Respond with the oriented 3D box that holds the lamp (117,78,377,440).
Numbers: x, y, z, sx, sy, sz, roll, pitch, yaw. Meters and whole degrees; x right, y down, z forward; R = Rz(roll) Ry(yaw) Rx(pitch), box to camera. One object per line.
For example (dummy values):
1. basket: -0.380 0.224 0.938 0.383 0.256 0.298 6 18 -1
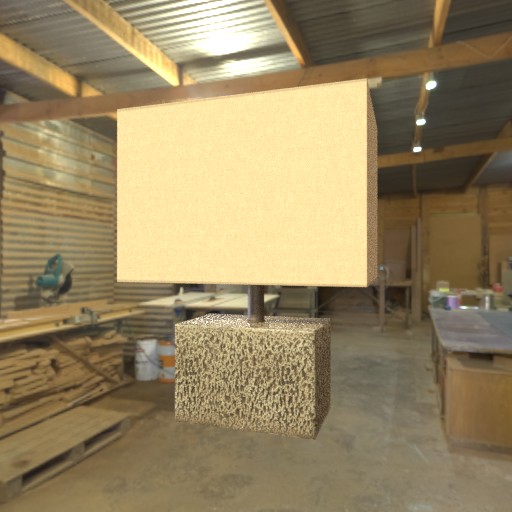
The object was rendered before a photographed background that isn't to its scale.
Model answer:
1. lamp: 0.000 0.000 0.574 0.294 0.411 0.180 0 0 18
